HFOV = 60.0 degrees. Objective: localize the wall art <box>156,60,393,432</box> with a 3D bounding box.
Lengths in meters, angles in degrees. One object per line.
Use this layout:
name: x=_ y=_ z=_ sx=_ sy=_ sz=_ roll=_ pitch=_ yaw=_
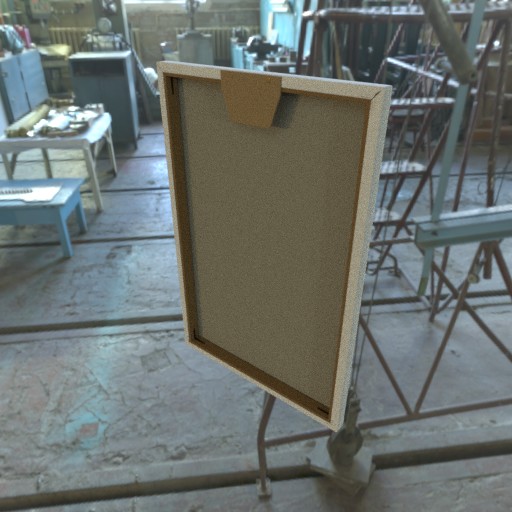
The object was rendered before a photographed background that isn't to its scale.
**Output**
wall art: x=0.000 y=0.000 z=1.182 sx=0.602 sy=0.916 sz=0.048 roll=21 pitch=36 yaw=32
